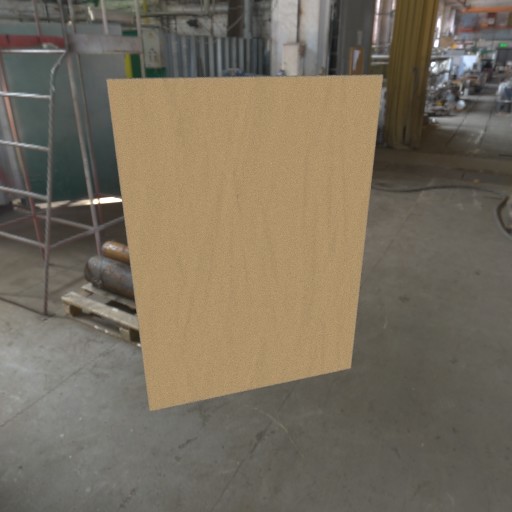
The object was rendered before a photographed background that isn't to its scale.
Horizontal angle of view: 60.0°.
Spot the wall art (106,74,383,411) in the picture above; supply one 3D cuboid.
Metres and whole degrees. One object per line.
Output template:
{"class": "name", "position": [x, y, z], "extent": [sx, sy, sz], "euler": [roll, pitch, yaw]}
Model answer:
{"class": "wall art", "position": [0.000, 0.000, 1.484], "extent": [0.810, 1.116, 0.016], "euler": [-7, 26, -16]}
